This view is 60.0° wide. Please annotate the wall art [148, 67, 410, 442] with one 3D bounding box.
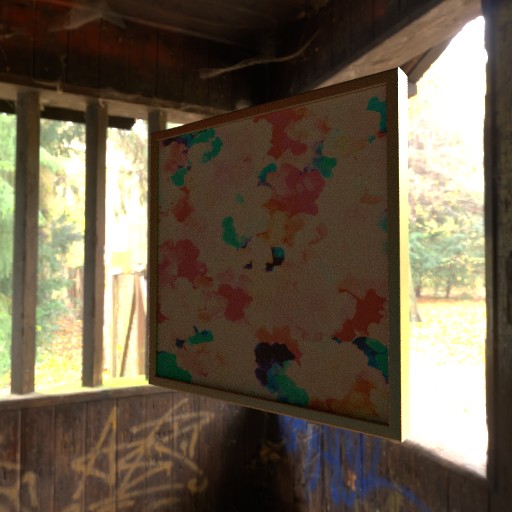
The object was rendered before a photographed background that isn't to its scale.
[{"bbox_3d":[0.000,0.000,0.765,0.510,0.509,0.037,-1,-2,36],"label":"wall art"}]
